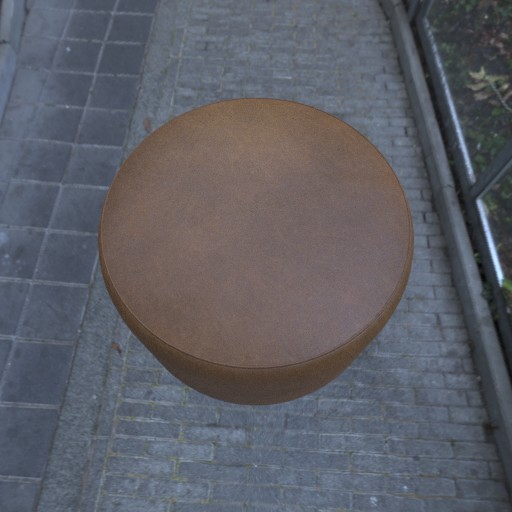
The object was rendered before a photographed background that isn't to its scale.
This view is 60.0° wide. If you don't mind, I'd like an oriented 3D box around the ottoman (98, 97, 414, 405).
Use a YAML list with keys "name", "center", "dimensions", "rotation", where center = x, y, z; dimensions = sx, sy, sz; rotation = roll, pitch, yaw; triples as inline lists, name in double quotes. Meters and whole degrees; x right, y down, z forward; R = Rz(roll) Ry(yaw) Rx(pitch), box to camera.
- name: "ottoman"
  center: [0.000, 0.000, 0.989]
  dimensions: [0.607, 0.438, 0.607]
  rotation: [0, 65, 0]
